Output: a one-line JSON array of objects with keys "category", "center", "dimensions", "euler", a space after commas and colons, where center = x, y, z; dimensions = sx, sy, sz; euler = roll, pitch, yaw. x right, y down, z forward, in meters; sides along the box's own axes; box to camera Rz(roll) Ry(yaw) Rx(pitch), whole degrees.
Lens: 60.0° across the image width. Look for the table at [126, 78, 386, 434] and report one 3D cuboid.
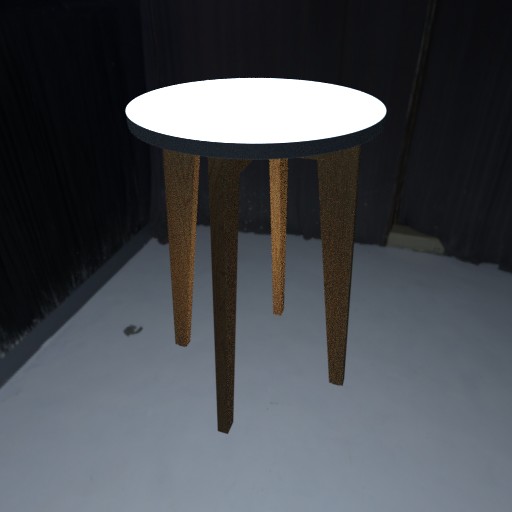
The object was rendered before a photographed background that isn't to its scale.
[{"category": "table", "center": [0.000, 0.000, 0.746], "dimensions": [0.350, 0.500, 0.350], "euler": [0, 32, 0]}]
